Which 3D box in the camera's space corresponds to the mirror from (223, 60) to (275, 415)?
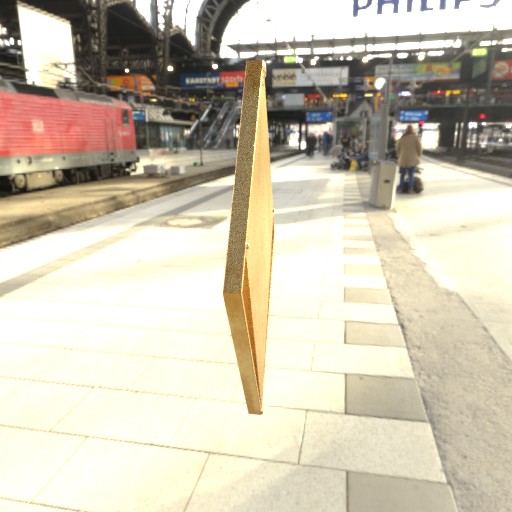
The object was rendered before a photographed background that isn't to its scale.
[{"bbox_3d":[0.000,0.000,0.830,0.032,0.679,0.419,2,15,9],"label":"mirror"}]
